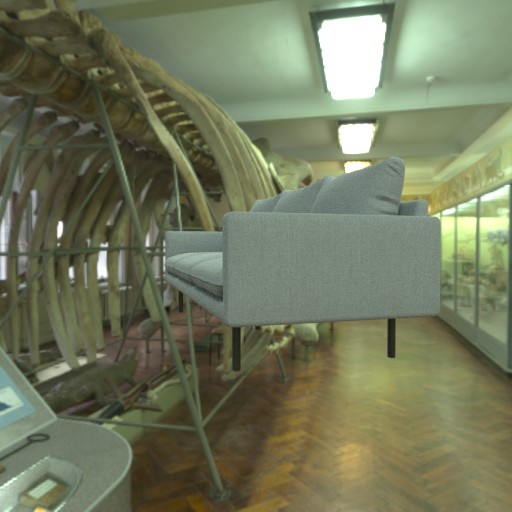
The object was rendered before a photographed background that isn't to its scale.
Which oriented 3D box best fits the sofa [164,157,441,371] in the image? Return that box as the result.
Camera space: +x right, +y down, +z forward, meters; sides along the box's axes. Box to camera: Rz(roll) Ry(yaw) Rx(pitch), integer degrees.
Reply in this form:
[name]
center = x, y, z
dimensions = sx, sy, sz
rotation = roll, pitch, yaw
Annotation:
[sofa]
center = 0.000, 0.000, 2.493
dimensions = 0.850, 0.830, 2.000
rotation = 0, 1, -17
